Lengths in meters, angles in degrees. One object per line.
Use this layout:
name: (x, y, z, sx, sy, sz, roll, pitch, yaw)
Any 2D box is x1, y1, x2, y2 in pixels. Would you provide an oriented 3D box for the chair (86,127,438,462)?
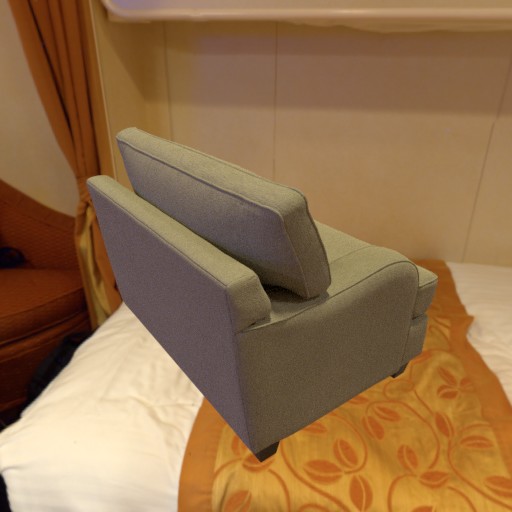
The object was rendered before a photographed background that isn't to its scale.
chair: (0.000, 0.000, 1.966, 1.041, 1.016, 1.220, -18, 32, -32)
